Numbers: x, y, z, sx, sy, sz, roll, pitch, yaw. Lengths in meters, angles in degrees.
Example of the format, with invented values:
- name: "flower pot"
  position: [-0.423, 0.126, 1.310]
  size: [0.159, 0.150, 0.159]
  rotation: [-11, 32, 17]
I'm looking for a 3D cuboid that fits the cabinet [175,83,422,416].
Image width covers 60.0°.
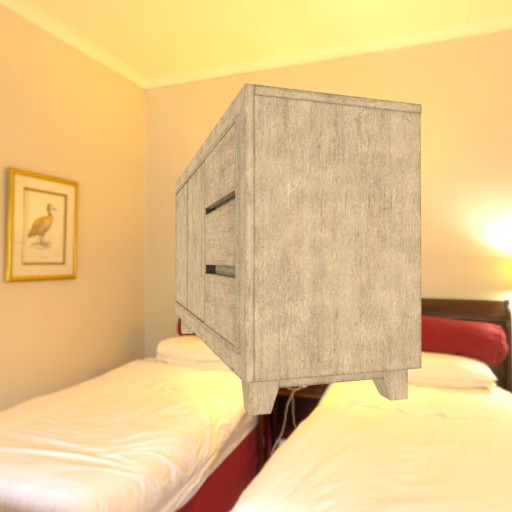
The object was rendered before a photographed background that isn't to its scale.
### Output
- name: "cabinet"
  position: [0.000, 0.000, 1.843]
  size: [0.511, 0.825, 1.460]
  rotation: [0, -1, -17]
